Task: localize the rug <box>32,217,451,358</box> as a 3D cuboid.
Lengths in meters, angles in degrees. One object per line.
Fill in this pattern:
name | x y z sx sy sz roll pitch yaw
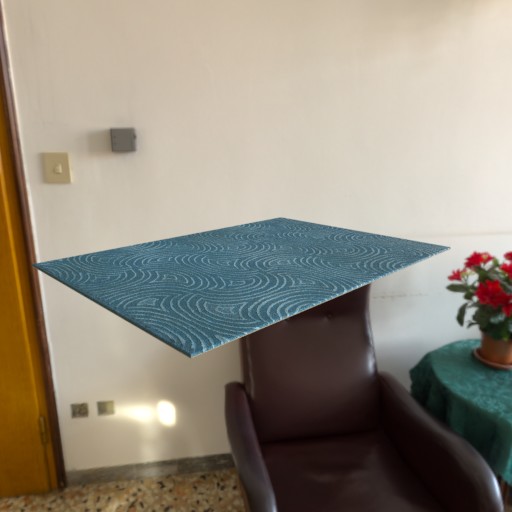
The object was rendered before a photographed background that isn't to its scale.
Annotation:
rug | 0.000 0.000 2.775 2.144 0.015 1.543 -15 21 -42
